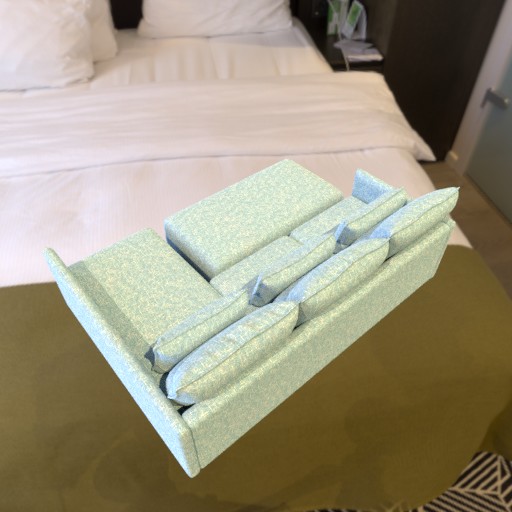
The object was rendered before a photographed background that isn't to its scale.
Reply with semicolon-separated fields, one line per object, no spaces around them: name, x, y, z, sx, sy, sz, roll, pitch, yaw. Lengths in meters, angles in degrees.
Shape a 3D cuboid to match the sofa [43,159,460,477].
sofa;0.000;0.000;2.743;2.034;0.899;1.420;-31;53;-27
